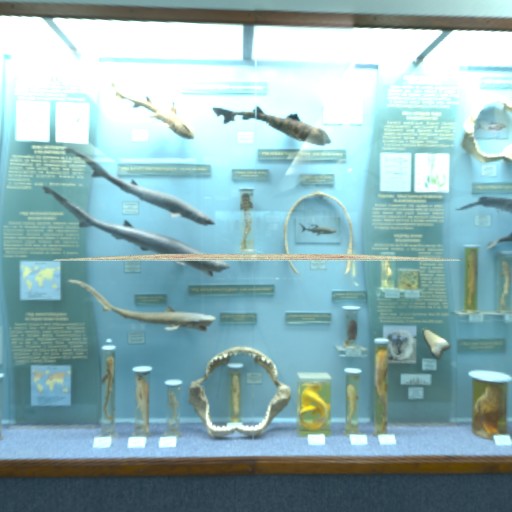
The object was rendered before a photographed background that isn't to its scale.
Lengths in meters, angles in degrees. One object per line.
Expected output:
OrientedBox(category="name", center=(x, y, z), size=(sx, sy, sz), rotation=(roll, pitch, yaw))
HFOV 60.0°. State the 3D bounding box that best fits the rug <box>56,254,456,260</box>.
OrientedBox(category="rug", center=(0.000, 0.000, 4.222), size=(2.451, 0.008, 3.143), rotation=(0, 1, 0))
